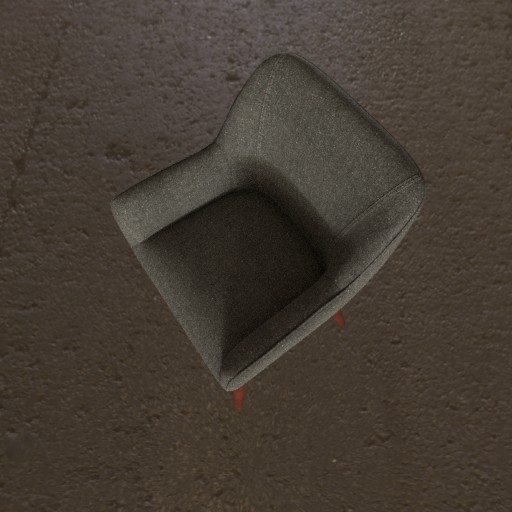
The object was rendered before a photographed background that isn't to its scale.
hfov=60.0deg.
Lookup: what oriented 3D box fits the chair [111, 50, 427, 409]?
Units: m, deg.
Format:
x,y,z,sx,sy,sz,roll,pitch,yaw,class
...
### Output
x,y,z,sx,sy,sz,roll,pitch,yaw,class
0.000,0.000,1.175,0.519,0.803,0.543,-32,68,-15,chair
